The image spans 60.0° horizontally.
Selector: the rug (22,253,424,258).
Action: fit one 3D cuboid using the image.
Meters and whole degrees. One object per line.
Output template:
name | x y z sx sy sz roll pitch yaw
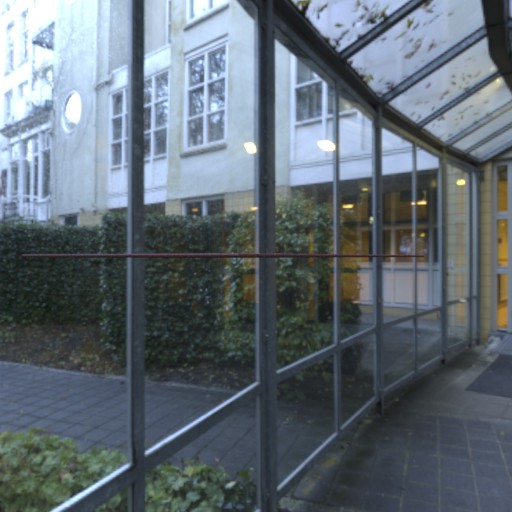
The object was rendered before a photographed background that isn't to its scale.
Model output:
rug | 0.000 0.000 5.823 3.033 0.033 4.578 0 0 36
